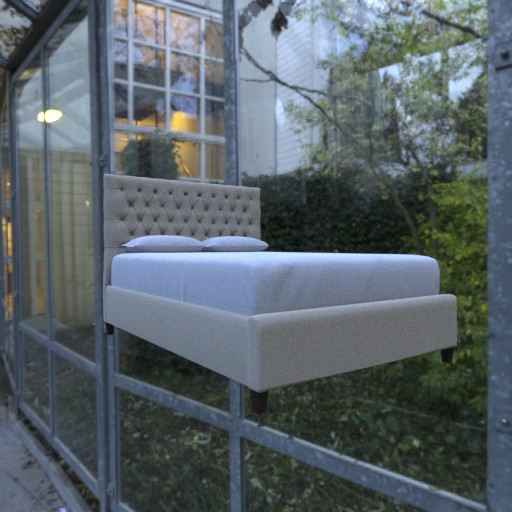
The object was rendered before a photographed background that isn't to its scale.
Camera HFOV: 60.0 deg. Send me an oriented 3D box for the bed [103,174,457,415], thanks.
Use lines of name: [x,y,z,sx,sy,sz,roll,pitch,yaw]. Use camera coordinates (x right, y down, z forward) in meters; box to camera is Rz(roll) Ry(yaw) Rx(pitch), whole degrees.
bed: [0.000,0.000,3.479,1.698,1.427,2.387,-1,2,-35]
